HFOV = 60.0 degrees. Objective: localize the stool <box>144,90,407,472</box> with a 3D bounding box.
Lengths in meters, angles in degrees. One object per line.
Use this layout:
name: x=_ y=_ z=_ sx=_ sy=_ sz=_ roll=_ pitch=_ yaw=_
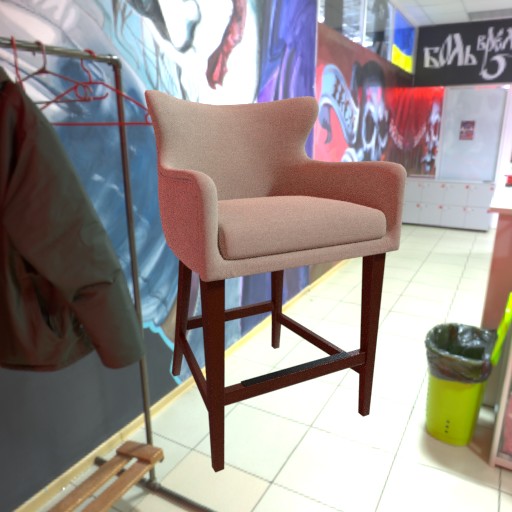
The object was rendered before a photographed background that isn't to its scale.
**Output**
stool: x=0.000 y=0.000 z=1.406 sx=0.615 sy=0.987 sz=0.637 roll=-8 pitch=18 yaw=-27
